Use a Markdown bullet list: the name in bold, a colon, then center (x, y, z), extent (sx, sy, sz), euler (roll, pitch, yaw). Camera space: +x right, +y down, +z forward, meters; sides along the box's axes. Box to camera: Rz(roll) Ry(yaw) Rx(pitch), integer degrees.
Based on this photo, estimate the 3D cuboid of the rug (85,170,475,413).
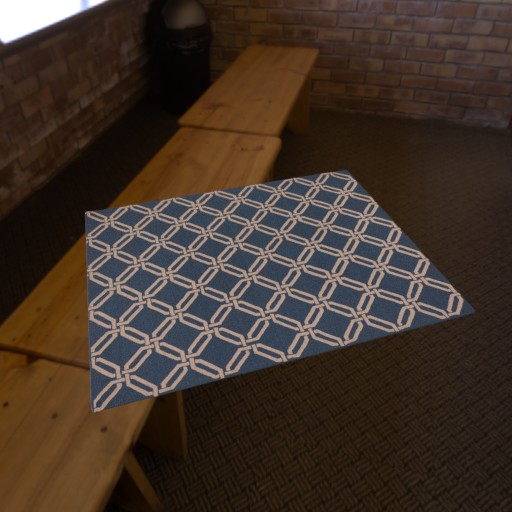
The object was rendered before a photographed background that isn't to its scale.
- **rug**: center (0.000, 0.000, 3.919), extent (2.867, 0.020, 2.277), euler (-11, 42, -13)
